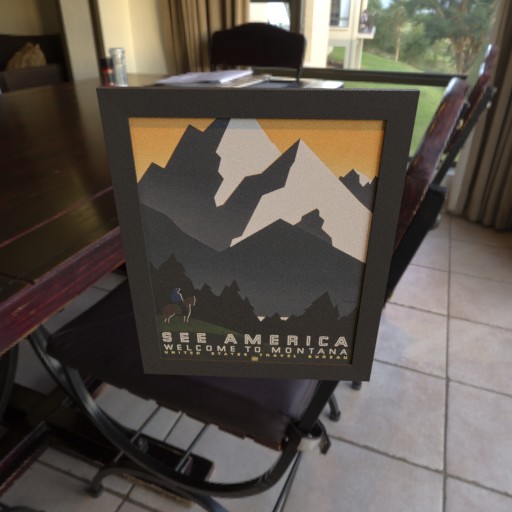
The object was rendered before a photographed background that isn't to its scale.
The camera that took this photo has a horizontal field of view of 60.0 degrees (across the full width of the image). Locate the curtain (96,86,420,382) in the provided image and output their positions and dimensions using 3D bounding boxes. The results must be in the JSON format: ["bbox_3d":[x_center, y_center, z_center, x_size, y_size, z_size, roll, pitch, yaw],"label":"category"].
[{"bbox_3d":[0.000,0.000,0.816,0.483,0.585,0.027,1,30,2],"label":"curtain"}]
